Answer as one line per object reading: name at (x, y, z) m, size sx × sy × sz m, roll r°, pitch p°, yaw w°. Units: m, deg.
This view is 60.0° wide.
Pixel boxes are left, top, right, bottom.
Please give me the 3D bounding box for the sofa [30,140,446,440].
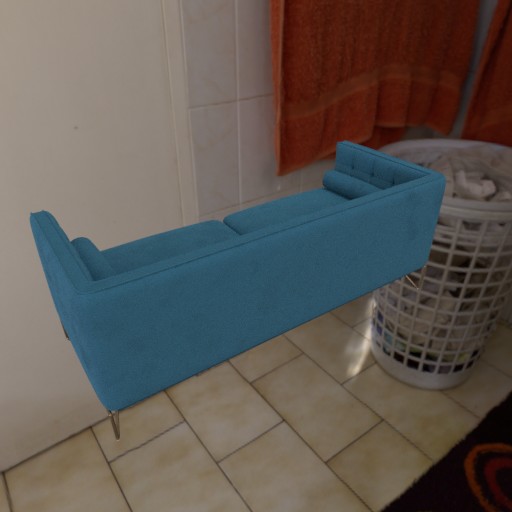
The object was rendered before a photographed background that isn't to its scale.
sofa at (0.000, 0.000, 2.500) m, size 2.087 × 0.789 × 0.867 m, roll -20°, pitch 36°, yaw -29°
